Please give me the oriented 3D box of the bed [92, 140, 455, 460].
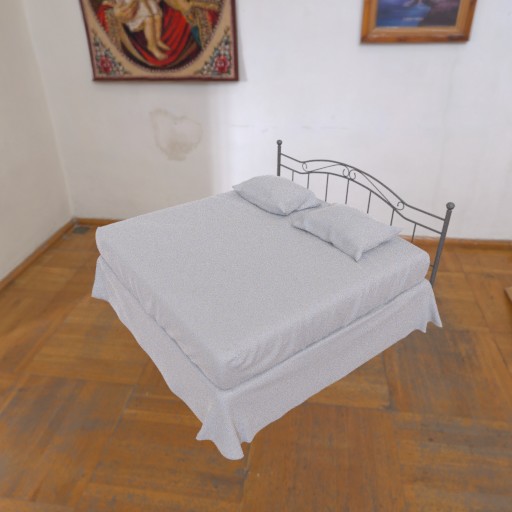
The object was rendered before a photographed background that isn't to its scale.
[{"bbox_3d":[0.000,0.000,3.636,2.220,1.080,2.309,-21,37,-31],"label":"bed"}]
